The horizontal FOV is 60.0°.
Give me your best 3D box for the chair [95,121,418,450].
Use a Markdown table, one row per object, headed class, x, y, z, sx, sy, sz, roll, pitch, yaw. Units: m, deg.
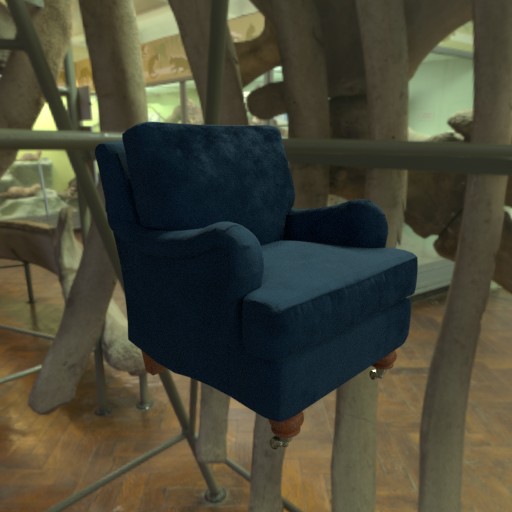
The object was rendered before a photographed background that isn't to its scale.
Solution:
| class | x | y | z | sx | sy | sz | roll | pitch | yaw |
| --- | --- | --- | --- | --- | --- | --- | --- | --- | --- |
| chair | 0.000 | 0.000 | 1.859 | 0.895 | 1.076 | 1.078 | -14 | 21 | -43 |
